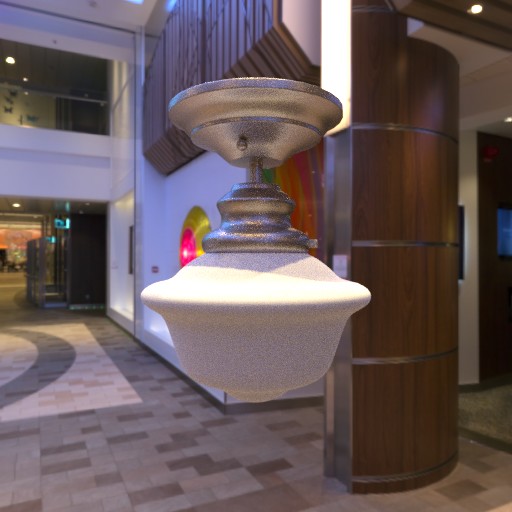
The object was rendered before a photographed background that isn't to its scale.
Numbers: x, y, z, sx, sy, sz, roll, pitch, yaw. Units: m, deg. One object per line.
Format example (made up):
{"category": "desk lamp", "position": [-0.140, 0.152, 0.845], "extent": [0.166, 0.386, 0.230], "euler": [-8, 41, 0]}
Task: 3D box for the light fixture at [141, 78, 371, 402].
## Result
{"category": "light fixture", "position": [0.000, 0.000, 0.391], "extent": [0.199, 0.254, 0.199], "euler": [0, 0, 0]}
